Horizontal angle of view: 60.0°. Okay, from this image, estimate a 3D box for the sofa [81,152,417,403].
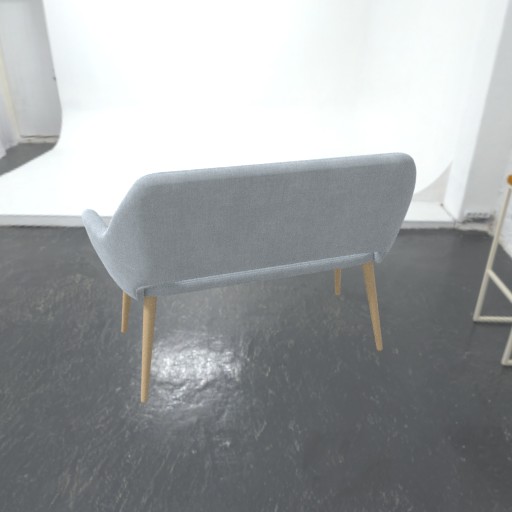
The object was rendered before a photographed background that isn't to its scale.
[{"bbox_3d":[0.000,0.000,1.634,1.150,0.840,0.610,-8,28,-16],"label":"sofa"}]
